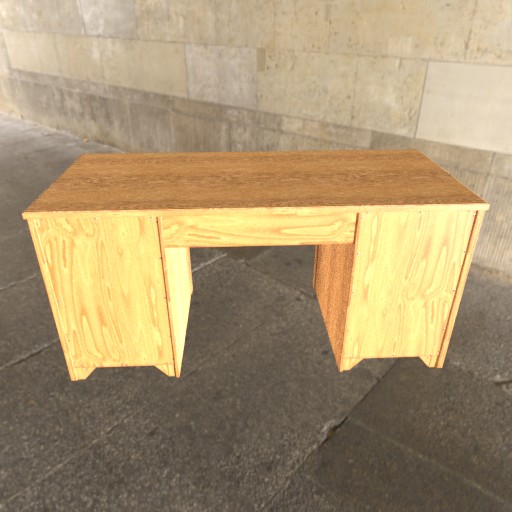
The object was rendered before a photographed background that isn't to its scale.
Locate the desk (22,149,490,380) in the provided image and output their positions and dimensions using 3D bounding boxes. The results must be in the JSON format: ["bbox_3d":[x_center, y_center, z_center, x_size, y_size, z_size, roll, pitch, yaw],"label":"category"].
[{"bbox_3d":[0.000,0.000,1.963,1.567,0.751,0.685,-1,29,-2],"label":"desk"}]
